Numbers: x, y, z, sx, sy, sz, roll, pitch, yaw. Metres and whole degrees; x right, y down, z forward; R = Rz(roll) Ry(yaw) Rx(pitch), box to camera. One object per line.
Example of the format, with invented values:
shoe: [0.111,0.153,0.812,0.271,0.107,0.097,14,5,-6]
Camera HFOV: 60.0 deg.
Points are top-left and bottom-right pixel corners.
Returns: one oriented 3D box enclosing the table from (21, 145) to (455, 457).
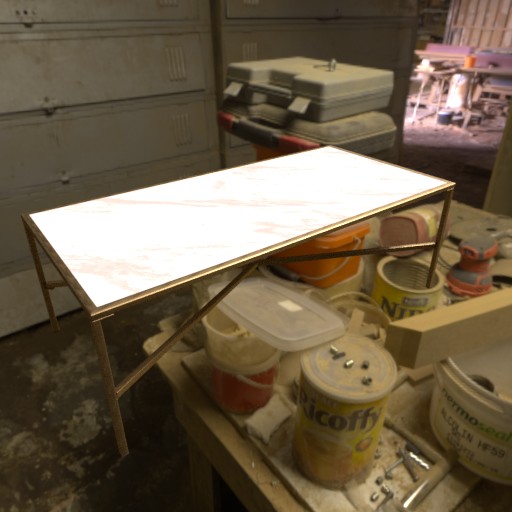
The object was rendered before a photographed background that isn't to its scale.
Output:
table: [0.000,0.000,1.434,1.197,0.405,0.577,-20,35,-31]
